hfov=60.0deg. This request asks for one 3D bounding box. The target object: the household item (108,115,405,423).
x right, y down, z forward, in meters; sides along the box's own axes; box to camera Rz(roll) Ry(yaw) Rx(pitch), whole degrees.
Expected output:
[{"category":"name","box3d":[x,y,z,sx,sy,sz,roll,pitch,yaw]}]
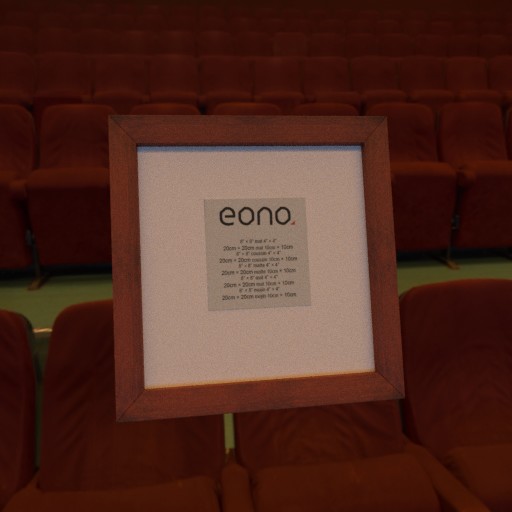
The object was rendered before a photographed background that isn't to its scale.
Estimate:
[{"category":"household item","box3d":[0.000,0.000,0.396,0.240,0.240,0.131,-2,16,-8]}]
